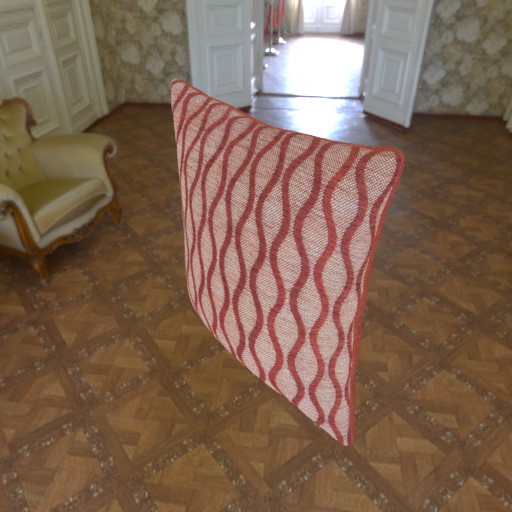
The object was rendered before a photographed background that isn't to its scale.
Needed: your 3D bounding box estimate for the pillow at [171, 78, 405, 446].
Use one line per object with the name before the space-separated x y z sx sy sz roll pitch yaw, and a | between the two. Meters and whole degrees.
pillow | 0.000 0.000 0.653 0.159 0.434 0.429 -24 40 -31
